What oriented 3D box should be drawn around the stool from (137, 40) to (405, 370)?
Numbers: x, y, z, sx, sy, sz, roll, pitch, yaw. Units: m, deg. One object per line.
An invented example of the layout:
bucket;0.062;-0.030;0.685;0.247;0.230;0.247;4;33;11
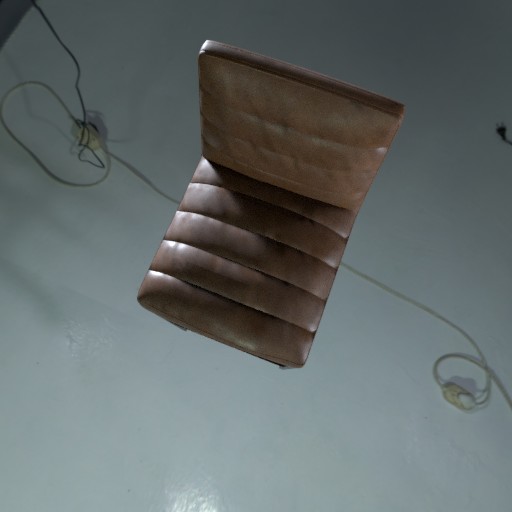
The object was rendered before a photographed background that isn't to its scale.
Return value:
stool;0.000;0.000;1.340;0.463;1.065;0.562;20;76;5
